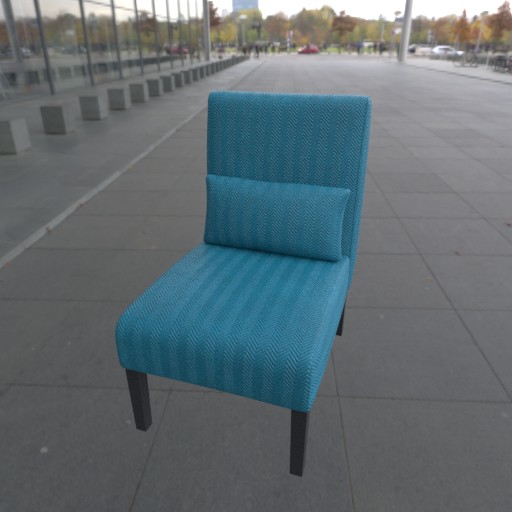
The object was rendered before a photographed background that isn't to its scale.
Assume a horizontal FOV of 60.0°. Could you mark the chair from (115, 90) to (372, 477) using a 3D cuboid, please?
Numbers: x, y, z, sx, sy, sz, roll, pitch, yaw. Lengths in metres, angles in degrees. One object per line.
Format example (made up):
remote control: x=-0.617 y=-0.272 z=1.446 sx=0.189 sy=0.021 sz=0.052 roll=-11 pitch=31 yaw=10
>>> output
chair: x=0.000 y=0.000 z=1.422 sx=0.579 sy=0.927 sz=0.808 roll=8 pitch=27 yaw=17
